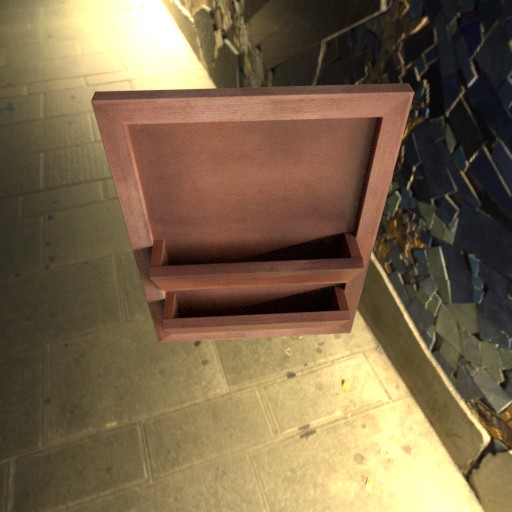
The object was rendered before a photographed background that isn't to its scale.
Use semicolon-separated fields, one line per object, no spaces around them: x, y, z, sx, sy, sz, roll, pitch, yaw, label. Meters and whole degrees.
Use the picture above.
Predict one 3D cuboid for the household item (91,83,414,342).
0.000;0.000;0.558;0.310;0.407;0.067;-2;46;-2;household item
